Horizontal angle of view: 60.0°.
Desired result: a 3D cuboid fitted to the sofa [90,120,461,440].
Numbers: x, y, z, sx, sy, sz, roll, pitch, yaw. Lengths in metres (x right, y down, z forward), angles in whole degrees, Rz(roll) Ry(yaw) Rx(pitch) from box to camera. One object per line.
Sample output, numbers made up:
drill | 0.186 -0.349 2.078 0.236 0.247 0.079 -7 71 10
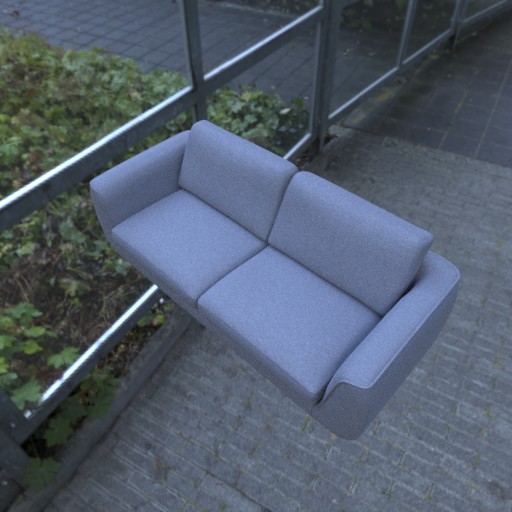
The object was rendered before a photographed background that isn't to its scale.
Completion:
sofa | 0.000 0.000 2.550 2.000 0.870 0.920 34 54 29
